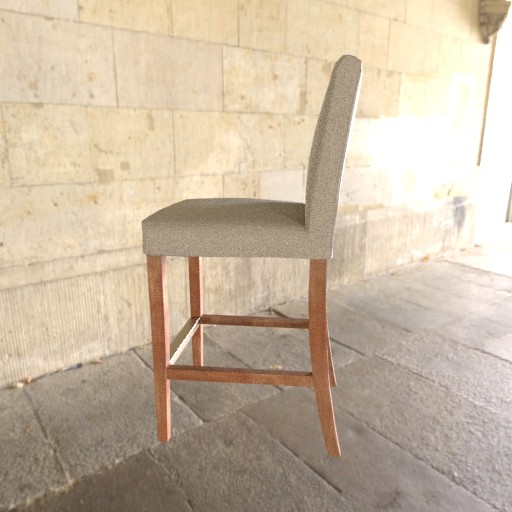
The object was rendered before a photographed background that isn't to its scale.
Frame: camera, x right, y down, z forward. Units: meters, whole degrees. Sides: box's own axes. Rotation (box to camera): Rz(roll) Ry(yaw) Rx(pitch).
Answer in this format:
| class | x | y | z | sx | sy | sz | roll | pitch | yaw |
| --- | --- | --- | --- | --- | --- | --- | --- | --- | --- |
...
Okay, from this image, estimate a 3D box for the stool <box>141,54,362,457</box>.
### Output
| class | x | y | z | sx | sy | sz | roll | pitch | yaw |
| --- | --- | --- | --- | --- | --- | --- | --- | --- | --- |
| stool | 0.000 | 0.000 | 1.379 | 0.570 | 1.088 | 0.439 | 2 | 15 | 8 |
